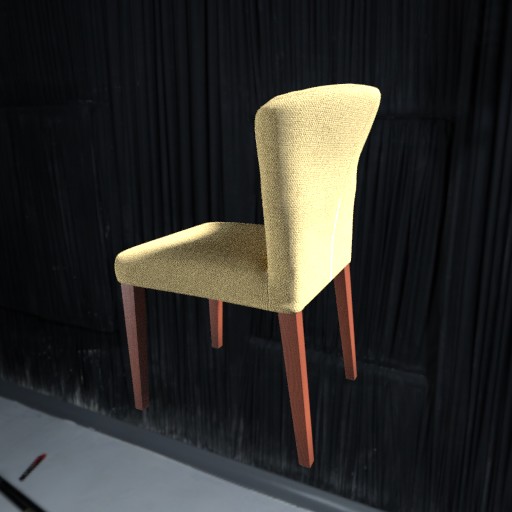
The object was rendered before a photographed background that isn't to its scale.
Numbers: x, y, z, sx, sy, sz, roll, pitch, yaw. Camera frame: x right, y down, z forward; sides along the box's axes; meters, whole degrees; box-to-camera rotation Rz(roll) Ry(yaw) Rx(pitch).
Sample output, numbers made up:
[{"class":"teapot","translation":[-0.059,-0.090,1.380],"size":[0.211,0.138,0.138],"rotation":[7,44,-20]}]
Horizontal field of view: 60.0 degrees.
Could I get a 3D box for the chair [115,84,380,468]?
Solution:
[{"class":"chair","translation":[0.000,0.000,1.196],"size":[0.589,0.839,0.491],"rotation":[7,17,25]}]
